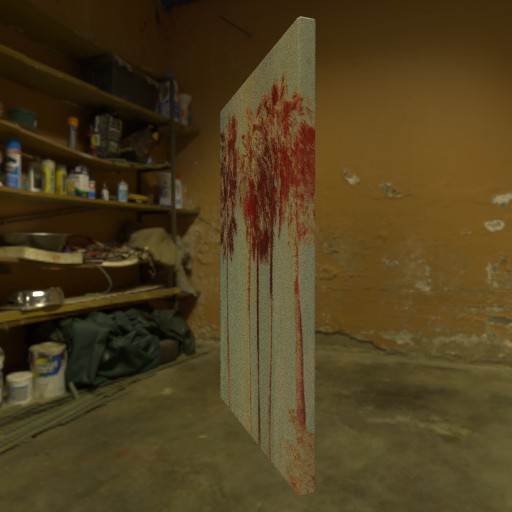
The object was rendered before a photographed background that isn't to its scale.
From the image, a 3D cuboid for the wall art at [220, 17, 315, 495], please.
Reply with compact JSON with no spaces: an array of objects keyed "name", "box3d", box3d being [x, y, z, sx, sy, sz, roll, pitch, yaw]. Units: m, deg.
[{"name":"wall art","box3d":[0.000,0.000,1.134,0.037,0.915,0.605,0,1,-19]}]
